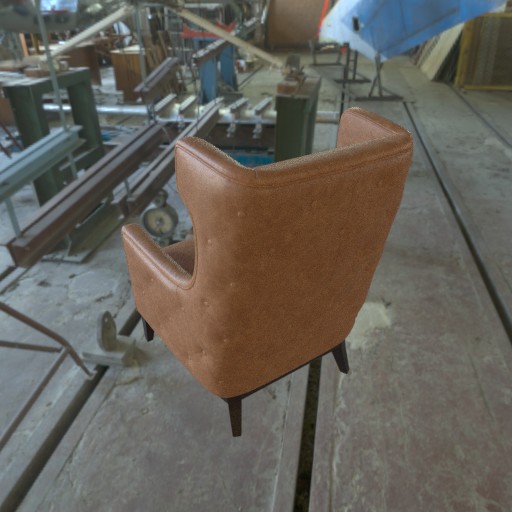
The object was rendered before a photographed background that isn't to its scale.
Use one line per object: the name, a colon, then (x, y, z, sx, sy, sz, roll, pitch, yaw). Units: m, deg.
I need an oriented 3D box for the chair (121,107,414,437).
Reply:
chair: (0.000, 0.000, 1.703, 0.766, 1.079, 0.899, -19, 36, -29)
